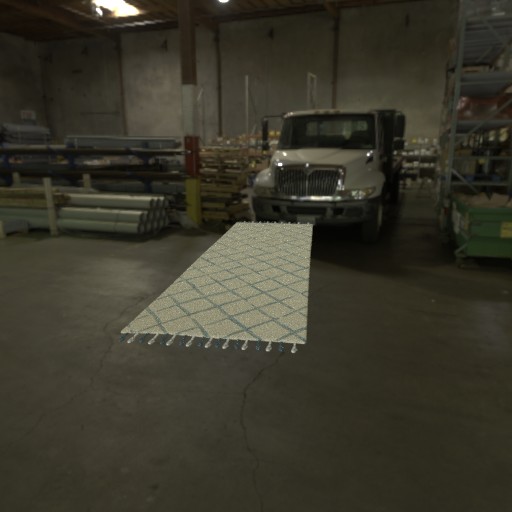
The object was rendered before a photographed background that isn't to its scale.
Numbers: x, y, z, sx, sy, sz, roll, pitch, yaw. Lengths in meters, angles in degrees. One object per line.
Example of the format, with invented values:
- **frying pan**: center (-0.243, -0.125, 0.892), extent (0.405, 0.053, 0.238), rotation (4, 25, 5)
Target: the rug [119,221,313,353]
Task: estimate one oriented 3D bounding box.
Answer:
- **rug**: center (0.000, 0.000, 2.521), extent (0.620, 0.008, 2.372), rotation (2, 14, 7)
